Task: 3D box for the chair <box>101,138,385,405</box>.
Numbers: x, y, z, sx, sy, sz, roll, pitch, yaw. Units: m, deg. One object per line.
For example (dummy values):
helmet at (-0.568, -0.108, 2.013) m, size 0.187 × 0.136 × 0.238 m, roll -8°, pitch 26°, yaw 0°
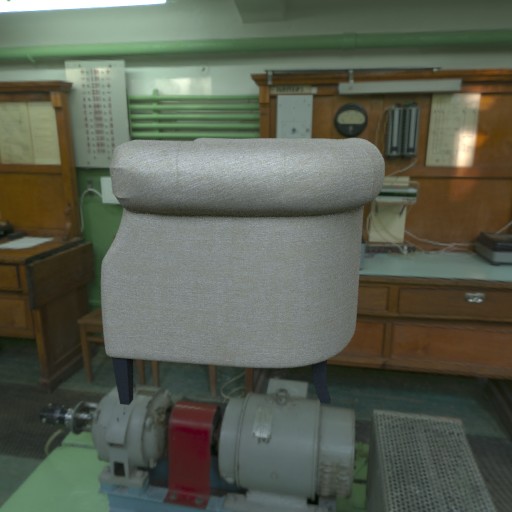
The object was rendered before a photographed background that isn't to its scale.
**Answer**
chair at (0.000, 0.000, 1.605) m, size 0.852 × 0.827 × 0.905 m, roll 2°, pitch 16°, yaw 8°
